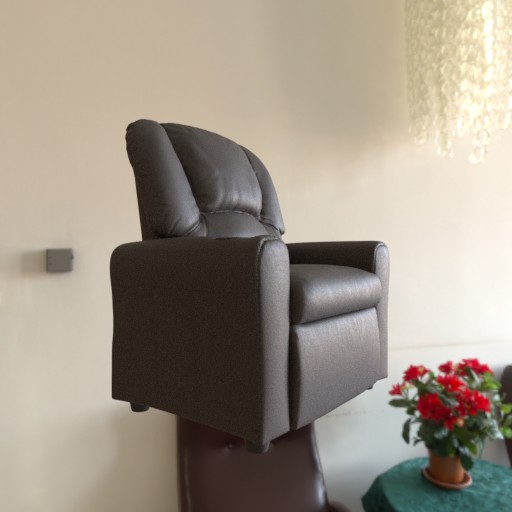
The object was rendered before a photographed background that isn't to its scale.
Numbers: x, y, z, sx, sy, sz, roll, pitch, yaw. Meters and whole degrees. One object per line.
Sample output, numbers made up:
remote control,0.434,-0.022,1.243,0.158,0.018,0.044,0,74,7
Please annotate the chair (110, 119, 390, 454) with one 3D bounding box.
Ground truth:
chair,0.000,0.000,1.117,0.521,0.709,0.610,0,0,38
